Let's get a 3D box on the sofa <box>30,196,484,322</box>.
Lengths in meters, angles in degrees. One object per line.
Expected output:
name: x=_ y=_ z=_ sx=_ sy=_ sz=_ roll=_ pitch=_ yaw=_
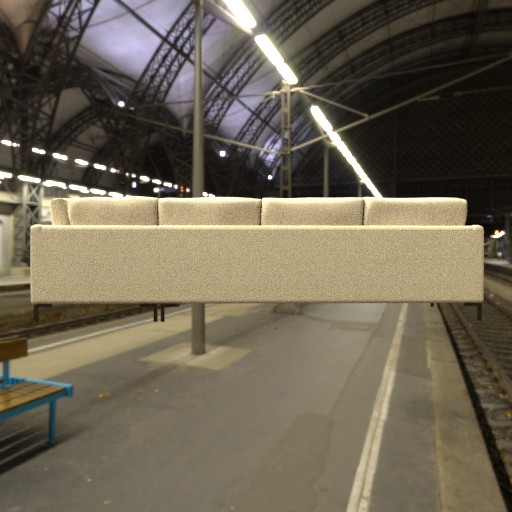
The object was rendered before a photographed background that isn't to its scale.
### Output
sofa: x=0.000 y=0.000 z=3.808 sx=2.949 sy=0.815 sz=2.007 roll=0 pitch=1 yaw=-1
